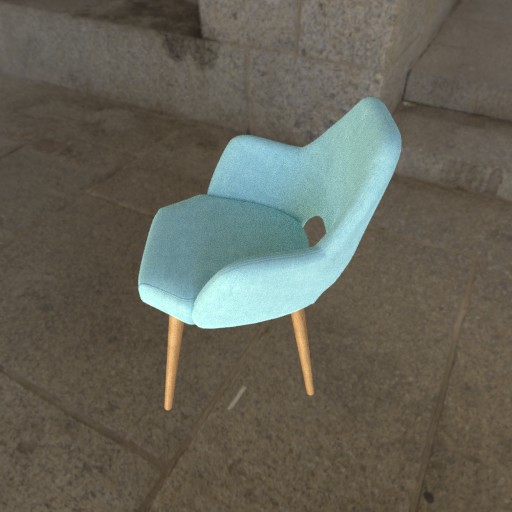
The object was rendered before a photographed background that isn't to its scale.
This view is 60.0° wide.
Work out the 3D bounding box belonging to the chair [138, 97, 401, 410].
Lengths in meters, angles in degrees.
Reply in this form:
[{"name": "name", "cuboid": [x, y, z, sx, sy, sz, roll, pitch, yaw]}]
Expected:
[{"name": "chair", "cuboid": [0.000, 0.000, 1.250, 0.610, 0.840, 0.590, 0, 42, 0]}]
